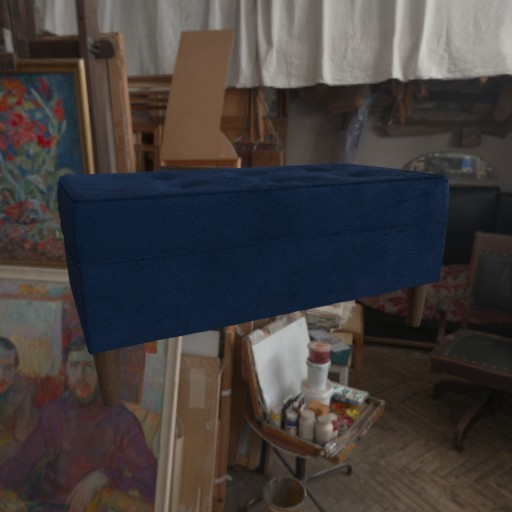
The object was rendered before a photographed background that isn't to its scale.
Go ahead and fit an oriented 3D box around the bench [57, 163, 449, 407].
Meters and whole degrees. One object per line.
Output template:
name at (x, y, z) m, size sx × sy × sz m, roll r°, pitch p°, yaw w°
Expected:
bench at (0.000, 0.000, 1.291) m, size 1.010 × 0.467 × 0.489 m, roll -8°, pitch 18°, yaw -25°
